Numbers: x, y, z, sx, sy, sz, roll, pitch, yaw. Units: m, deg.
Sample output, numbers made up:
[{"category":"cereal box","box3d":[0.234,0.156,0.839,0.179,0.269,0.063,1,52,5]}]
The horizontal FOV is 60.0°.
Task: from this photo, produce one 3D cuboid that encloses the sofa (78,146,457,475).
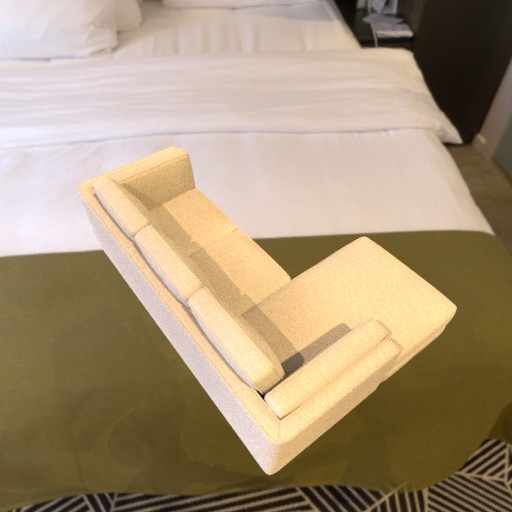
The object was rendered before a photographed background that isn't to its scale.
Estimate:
[{"category":"sofa","box3d":[0.000,0.000,3.198,1.604,0.929,2.411,-30,55,-24]}]
